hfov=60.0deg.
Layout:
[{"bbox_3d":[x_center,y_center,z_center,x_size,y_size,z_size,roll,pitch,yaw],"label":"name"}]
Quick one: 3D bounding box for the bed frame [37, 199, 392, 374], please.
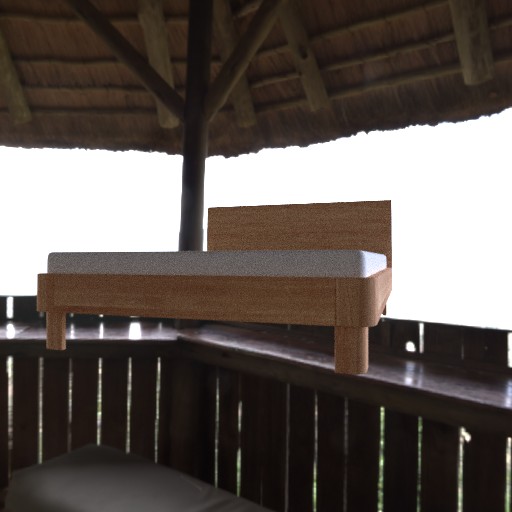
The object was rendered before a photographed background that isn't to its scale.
[{"bbox_3d":[0.000,0.000,2.925,1.660,0.940,2.092,0,0,19],"label":"bed frame"}]
